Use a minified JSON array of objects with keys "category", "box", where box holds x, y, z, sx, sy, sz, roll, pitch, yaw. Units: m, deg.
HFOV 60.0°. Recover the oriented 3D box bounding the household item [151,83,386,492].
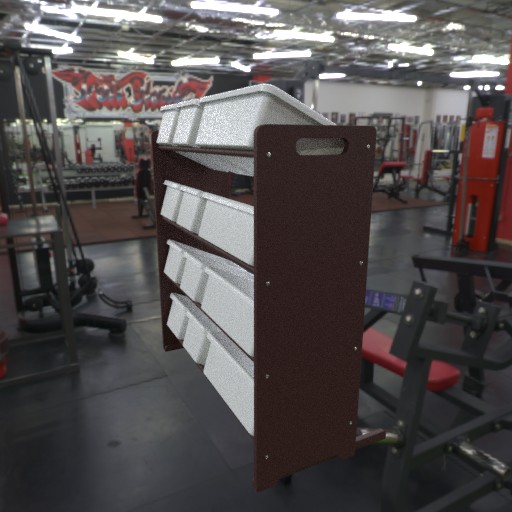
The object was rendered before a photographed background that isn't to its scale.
[{"category":"household item","box":[0.000,0.000,1.300,0.389,0.864,0.787,-7,17,-26]}]
